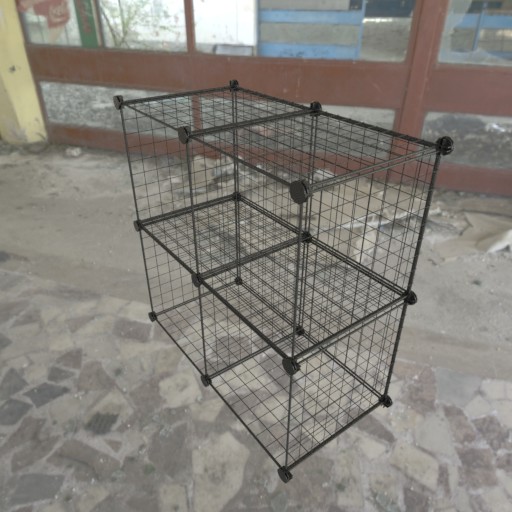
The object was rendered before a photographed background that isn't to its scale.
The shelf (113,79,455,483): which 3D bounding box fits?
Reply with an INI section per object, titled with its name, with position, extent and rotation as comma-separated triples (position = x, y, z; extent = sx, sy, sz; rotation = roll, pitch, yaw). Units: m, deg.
[shelf]
position = 0.000, 0.000, 1.124
extent = 0.356, 0.711, 0.711
rotation = -21, 38, -30
